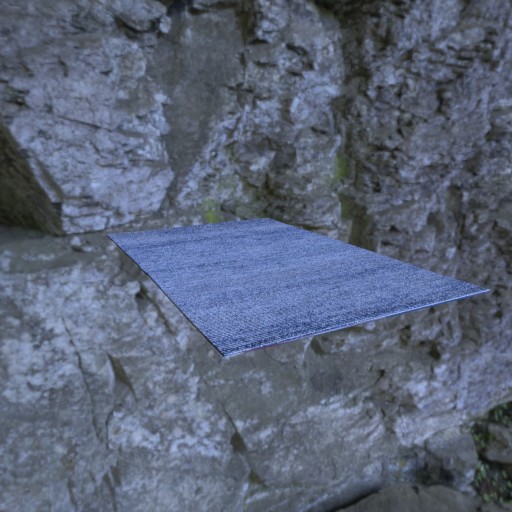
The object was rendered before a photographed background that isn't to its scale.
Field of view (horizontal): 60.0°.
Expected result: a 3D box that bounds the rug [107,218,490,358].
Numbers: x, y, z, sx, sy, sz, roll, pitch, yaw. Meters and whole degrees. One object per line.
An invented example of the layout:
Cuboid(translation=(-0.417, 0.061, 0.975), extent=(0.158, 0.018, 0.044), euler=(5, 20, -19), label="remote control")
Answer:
Cuboid(translation=(0.000, 0.000, 2.259), extent=(1.159, 0.025, 1.793), euler=(-8, 17, -27), label="rug")
